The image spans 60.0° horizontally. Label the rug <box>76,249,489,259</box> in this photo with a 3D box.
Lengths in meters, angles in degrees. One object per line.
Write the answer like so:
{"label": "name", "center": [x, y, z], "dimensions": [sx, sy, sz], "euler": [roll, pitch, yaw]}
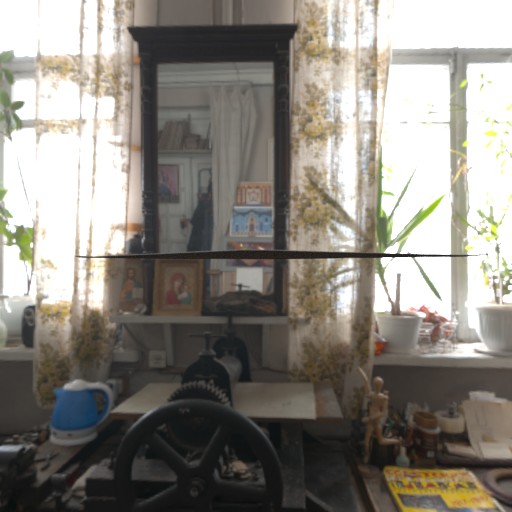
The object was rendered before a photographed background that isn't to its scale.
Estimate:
{"label": "rug", "center": [0.000, 0.000, 3.926], "dimensions": [2.343, 0.026, 2.925], "euler": [1, -1, -36]}
